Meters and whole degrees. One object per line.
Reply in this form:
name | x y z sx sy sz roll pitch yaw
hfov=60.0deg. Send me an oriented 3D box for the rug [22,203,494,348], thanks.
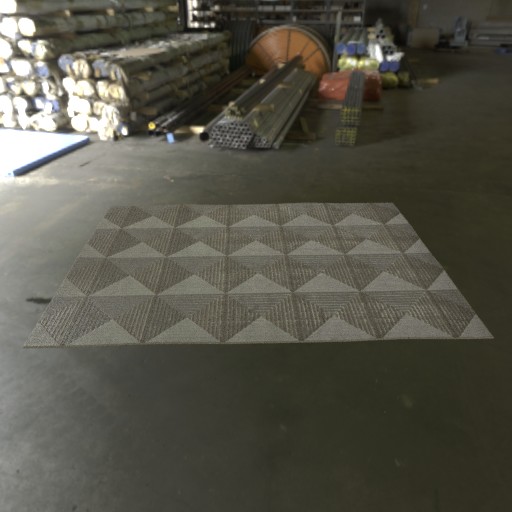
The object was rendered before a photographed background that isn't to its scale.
rug | 0.000 0.000 4.172 3.333 0.027 2.428 -1 30 -2
